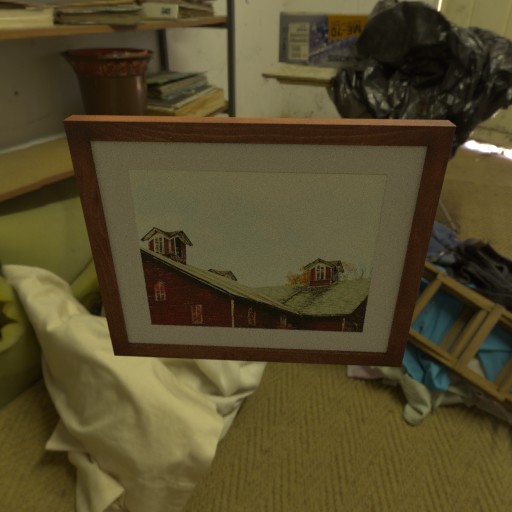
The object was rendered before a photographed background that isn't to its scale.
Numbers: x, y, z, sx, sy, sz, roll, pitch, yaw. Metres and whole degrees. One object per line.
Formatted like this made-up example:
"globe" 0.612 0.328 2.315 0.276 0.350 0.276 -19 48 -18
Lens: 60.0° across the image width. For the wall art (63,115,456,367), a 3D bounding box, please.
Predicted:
"wall art" 0.000 0.000 0.759 0.558 0.457 0.033 2 31 3
